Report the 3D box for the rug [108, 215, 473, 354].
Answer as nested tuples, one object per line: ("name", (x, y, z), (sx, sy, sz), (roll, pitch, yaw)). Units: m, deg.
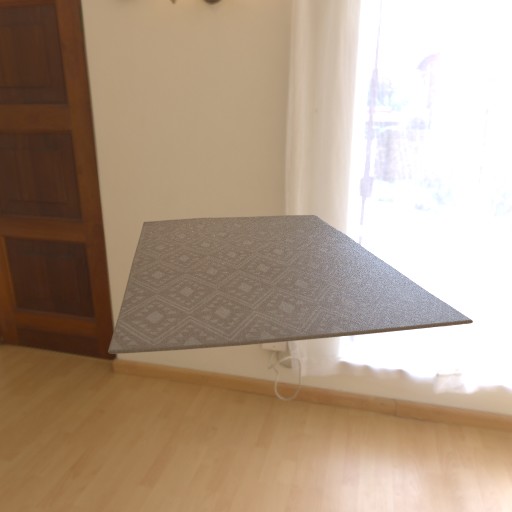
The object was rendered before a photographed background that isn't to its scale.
("rug", (0.000, 0.000, 2.320), (1.252, 0.034, 1.829), (-3, 18, -10))
